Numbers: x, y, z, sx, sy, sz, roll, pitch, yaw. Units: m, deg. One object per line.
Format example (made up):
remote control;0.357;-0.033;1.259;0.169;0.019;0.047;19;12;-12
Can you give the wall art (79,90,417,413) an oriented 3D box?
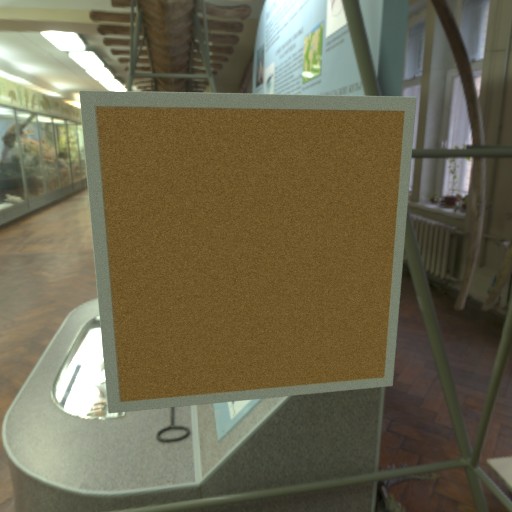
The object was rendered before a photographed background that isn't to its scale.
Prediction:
wall art;0.000;0.000;0.594;0.406;0.406;0.038;-2;14;-10
